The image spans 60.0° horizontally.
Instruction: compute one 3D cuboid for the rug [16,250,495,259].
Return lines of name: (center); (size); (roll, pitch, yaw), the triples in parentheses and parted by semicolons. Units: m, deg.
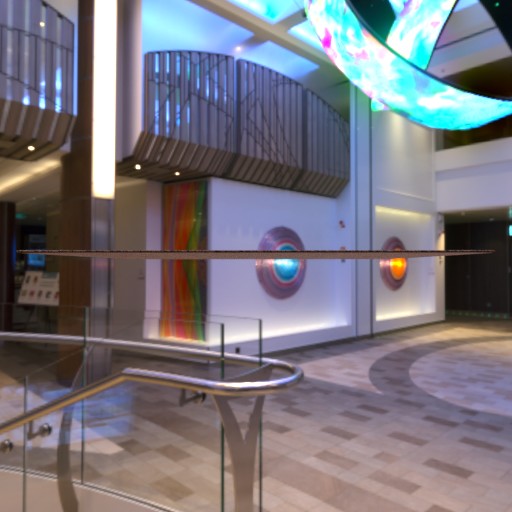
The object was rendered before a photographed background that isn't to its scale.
rug: (0.000, 0.000, 4.000); (3.032, 0.020, 2.411); (0, -1, 1)
